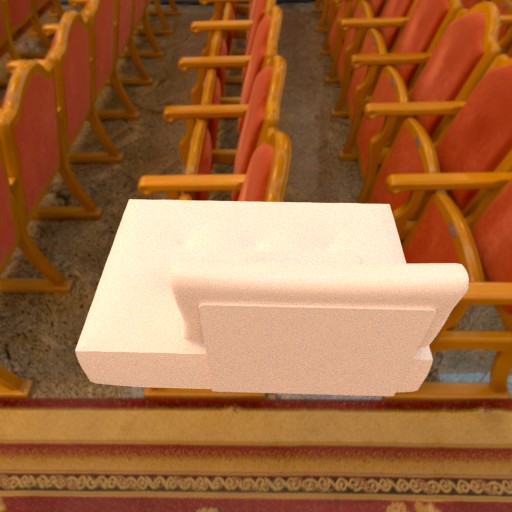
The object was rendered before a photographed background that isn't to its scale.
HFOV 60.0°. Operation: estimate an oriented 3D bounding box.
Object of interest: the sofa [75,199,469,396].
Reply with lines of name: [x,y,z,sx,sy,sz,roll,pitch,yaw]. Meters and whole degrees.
sofa: [0.000,0.000,2.046,1.450,0.820,1.000,1,46,1]
